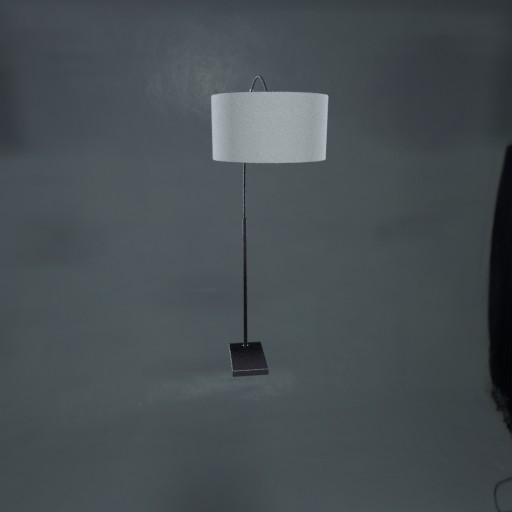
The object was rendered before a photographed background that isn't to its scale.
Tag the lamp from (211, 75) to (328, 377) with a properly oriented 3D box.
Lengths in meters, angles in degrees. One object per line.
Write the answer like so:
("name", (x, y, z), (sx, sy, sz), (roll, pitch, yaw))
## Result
("lamp", (0.000, 0.000, 2.561), (0.493, 1.927, 1.424), (-2, 16, -7))
